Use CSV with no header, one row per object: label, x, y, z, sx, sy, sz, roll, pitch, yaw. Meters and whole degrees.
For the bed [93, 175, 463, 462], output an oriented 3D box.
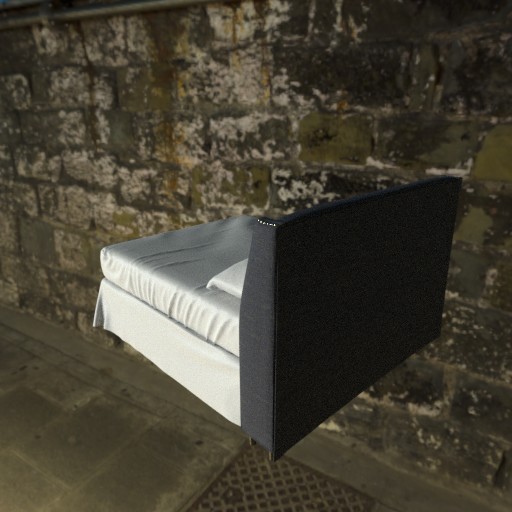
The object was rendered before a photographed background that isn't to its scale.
bed,0.000,0.000,3.482,1.925,1.332,2.276,-17,26,-41
